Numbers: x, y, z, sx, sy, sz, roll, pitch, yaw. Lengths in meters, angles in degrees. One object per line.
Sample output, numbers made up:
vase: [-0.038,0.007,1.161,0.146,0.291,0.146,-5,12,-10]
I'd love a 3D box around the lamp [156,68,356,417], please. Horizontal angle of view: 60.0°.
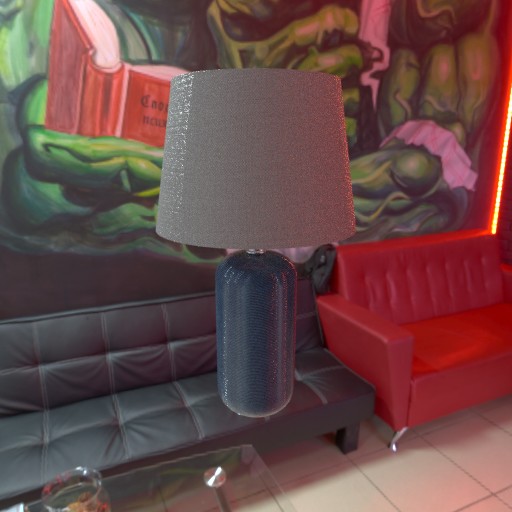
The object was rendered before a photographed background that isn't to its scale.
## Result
lamp: [0.000,0.000,0.581,0.253,0.428,0.253,0,14,0]
